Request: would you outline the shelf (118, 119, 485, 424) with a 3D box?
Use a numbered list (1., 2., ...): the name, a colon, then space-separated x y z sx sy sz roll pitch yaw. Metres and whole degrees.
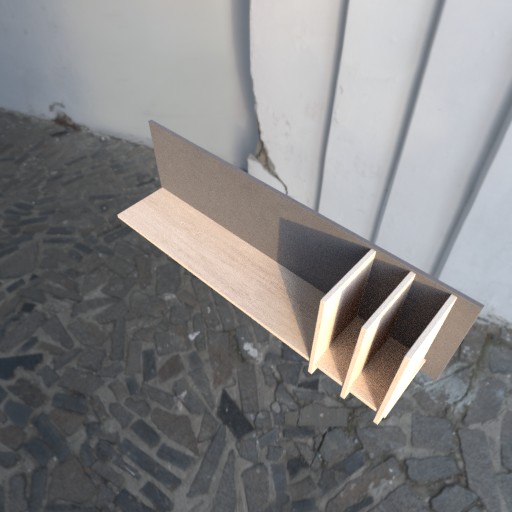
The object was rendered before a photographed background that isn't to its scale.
1. shelf: 0.000 0.000 1.154 1.020 0.300 0.200 34 56 27
